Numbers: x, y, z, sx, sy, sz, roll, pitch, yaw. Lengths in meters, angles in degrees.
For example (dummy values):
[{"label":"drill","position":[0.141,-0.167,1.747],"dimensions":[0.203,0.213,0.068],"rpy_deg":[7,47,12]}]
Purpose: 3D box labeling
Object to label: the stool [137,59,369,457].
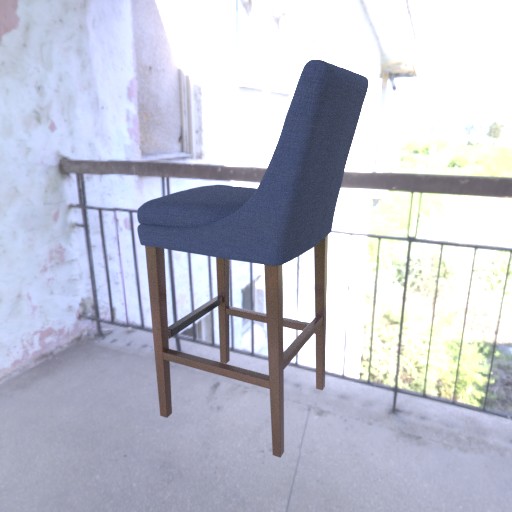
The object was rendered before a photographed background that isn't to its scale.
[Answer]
[{"label":"stool","position":[0.000,0.000,1.402],"dimensions":[0.577,1.078,0.470],"rpy_deg":[8,19,26]}]
